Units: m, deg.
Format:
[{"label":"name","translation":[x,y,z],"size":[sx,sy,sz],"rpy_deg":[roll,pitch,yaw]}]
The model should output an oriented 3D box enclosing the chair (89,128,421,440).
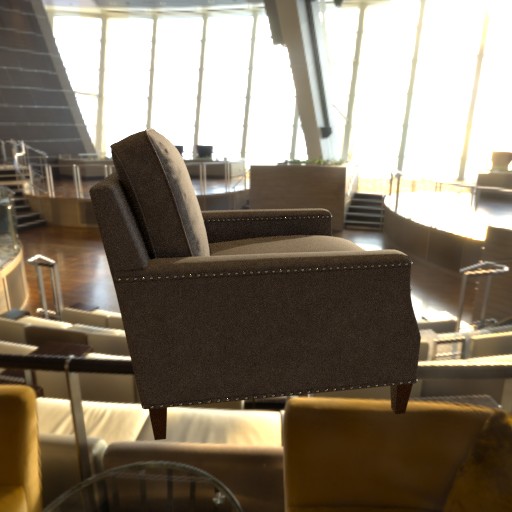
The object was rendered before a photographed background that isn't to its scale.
[{"label":"chair","translation":[0.000,0.000,1.709],"size":[1.014,0.948,0.853],"rpy_deg":[-3,16,-9]}]
